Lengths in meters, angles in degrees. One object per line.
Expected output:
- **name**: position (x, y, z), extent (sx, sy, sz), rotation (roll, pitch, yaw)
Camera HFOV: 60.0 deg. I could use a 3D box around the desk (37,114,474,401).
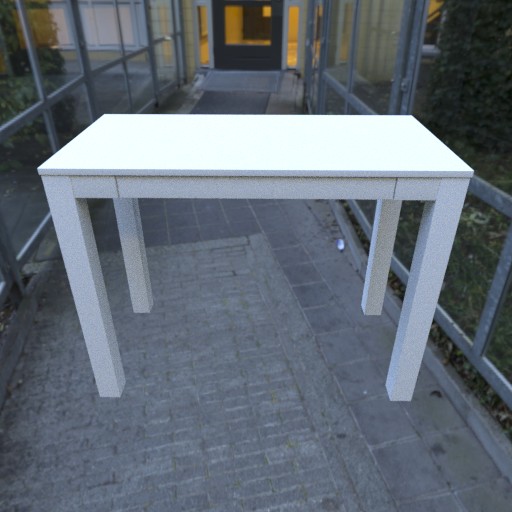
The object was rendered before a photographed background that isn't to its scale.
- **desk**: position (0.000, 0.000, 1.415), extent (0.990, 0.762, 0.497), rotation (0, 31, 1)
